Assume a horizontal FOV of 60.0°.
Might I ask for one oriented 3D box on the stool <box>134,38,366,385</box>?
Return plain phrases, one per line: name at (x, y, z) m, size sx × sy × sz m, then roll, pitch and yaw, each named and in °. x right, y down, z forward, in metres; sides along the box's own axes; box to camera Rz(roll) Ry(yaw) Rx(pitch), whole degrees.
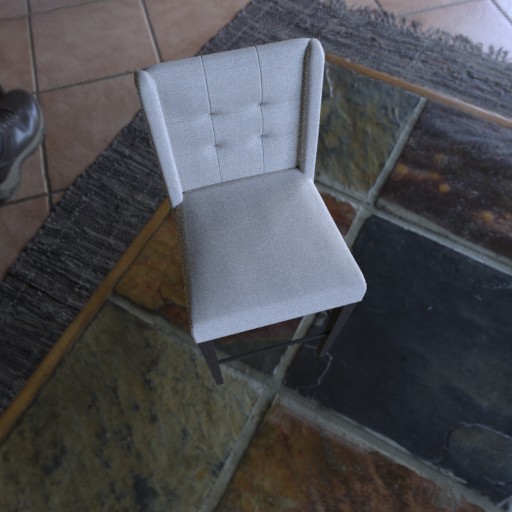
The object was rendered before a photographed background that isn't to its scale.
stool at (0.000, 0.000, 1.389) m, size 0.474 × 1.116 × 0.509 m, roll -13°, pitch 64°, yaw -7°
